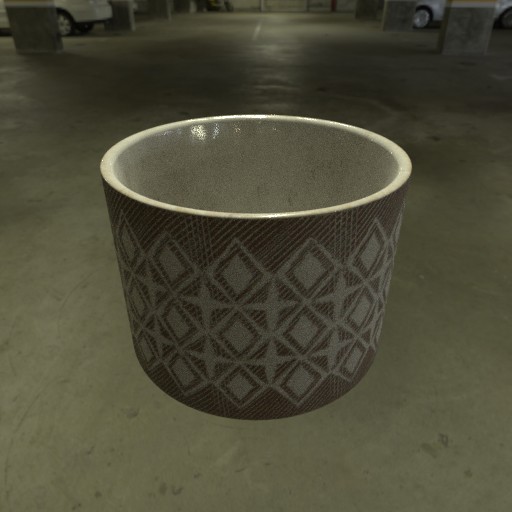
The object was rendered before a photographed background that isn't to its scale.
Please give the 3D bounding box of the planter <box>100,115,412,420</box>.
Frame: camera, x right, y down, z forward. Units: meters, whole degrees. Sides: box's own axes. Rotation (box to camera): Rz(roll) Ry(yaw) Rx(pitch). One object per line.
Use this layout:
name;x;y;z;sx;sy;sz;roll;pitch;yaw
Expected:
planter;0.000;0.000;0.214;0.126;0.104;0.126;0;31;0
